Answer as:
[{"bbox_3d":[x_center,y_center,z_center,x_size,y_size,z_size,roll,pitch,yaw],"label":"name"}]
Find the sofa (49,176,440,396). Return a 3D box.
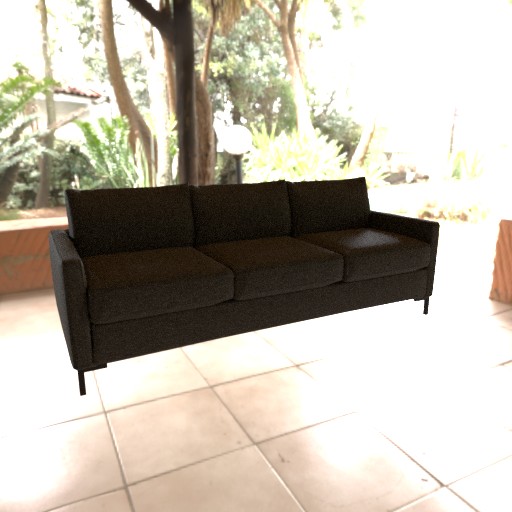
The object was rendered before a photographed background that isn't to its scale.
[{"bbox_3d":[0.000,0.000,2.707,2.253,0.879,0.876,-7,15,-27],"label":"sofa"}]
